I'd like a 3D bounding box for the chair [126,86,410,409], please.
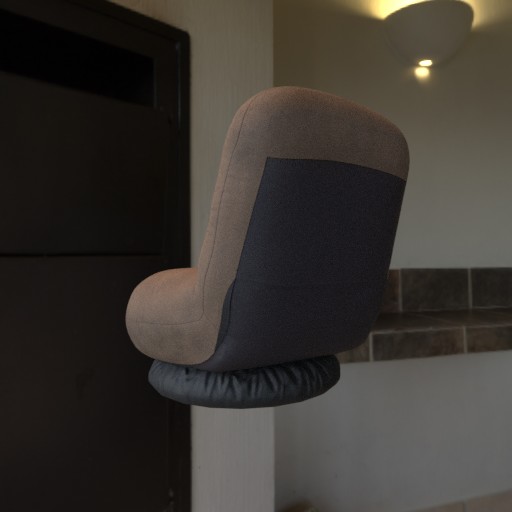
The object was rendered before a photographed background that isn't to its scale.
[{"bbox_3d":[0.000,0.000,1.019,0.521,0.594,0.597,0,-1,-36],"label":"chair"}]
